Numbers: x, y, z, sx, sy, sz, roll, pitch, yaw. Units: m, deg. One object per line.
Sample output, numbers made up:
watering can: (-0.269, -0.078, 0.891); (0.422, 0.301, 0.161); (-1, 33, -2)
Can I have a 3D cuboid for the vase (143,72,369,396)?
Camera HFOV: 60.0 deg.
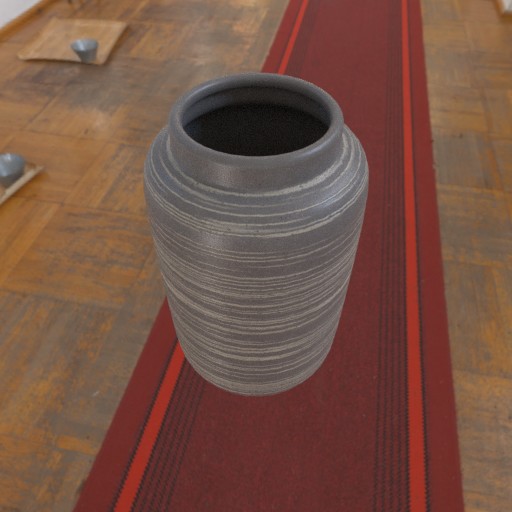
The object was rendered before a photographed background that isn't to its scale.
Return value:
vase: (0.000, 0.000, 0.697); (0.297, 0.499, 0.297); (0, 47, 0)
